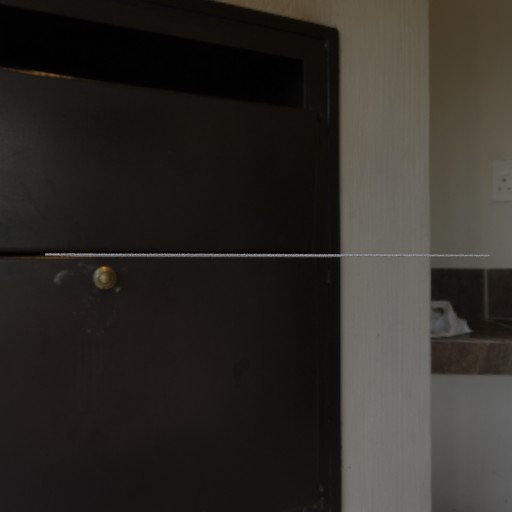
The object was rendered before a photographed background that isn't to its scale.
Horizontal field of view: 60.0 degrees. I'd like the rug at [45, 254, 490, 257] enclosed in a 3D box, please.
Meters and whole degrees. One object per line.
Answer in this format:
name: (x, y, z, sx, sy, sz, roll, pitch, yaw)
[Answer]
rug: (0.000, 0.000, 2.885, 2.286, 0.006, 1.524, 0, 0, -17)
